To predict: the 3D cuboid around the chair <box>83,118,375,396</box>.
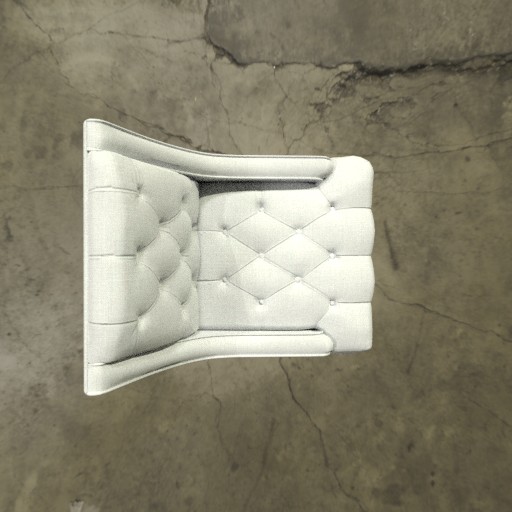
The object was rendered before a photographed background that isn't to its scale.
[{"bbox_3d":[0.000,0.000,1.428,0.772,0.891,0.658,0,90,1],"label":"chair"}]
